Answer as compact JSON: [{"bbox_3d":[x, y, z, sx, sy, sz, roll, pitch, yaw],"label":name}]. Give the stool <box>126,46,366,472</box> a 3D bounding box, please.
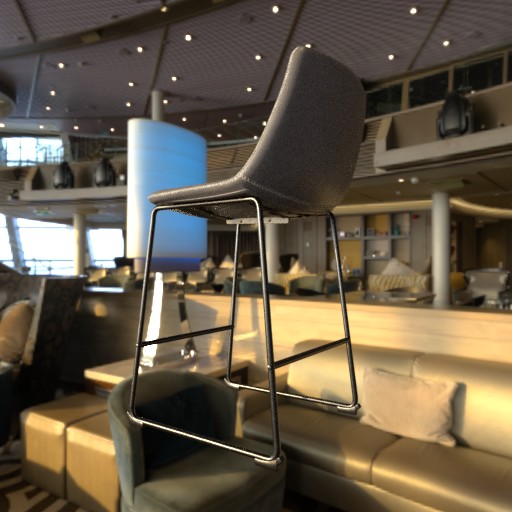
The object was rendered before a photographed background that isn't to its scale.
[{"bbox_3d":[0.000,0.000,1.178,0.546,0.876,0.470,0,-1,35],"label":"stool"}]
